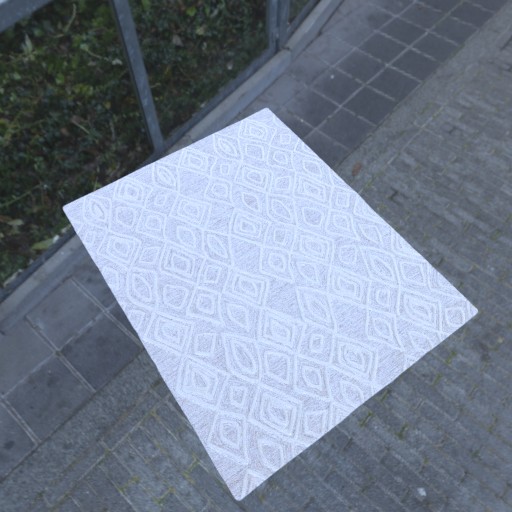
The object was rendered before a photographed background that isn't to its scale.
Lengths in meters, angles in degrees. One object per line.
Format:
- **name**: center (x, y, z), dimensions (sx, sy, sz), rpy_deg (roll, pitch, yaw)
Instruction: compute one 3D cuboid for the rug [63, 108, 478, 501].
- **rug**: center (0.000, 0.000, 3.991), dimensions (2.449, 0.025, 3.049), rpy_deg (-31, 64, -17)
